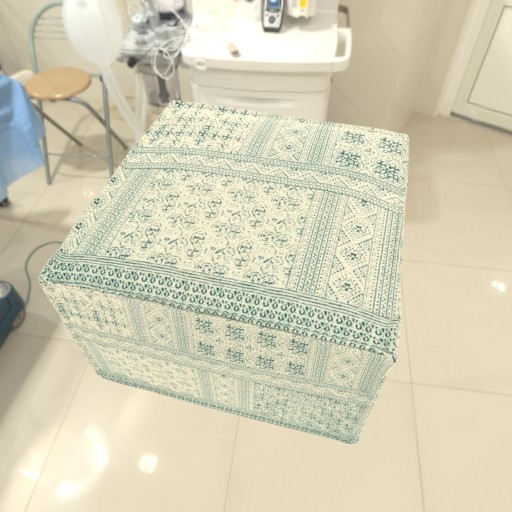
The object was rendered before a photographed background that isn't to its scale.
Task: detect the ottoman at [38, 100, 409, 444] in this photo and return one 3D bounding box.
[{"bbox_3d":[0.000,0.000,1.038,0.626,0.439,0.617,11,50,10],"label":"ottoman"}]
